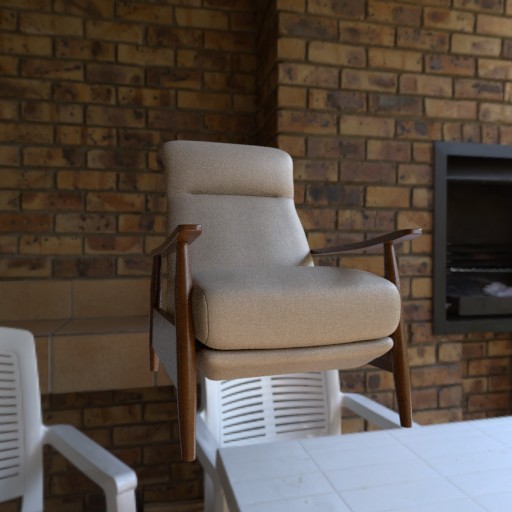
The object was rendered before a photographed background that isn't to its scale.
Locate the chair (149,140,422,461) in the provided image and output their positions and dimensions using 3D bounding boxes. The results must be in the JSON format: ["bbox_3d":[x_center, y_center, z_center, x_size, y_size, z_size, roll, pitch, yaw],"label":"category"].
[{"bbox_3d":[0.000,0.000,1.749,0.762,1.082,1.030,0,1,-19],"label":"chair"}]
